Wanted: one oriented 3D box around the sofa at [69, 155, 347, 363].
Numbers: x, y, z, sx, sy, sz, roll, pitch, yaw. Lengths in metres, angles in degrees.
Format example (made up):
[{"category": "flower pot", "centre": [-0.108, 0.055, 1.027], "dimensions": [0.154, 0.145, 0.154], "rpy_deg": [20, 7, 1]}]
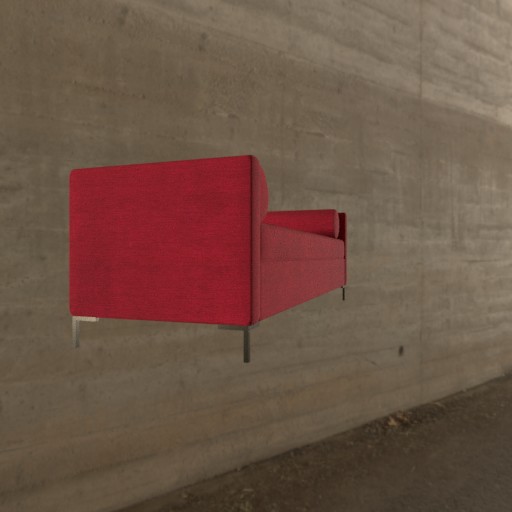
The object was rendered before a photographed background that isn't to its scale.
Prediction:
[{"category": "sofa", "centre": [0.000, 0.000, 2.353], "dimensions": [0.686, 0.635, 1.981], "rpy_deg": [0, 0, 20]}]
